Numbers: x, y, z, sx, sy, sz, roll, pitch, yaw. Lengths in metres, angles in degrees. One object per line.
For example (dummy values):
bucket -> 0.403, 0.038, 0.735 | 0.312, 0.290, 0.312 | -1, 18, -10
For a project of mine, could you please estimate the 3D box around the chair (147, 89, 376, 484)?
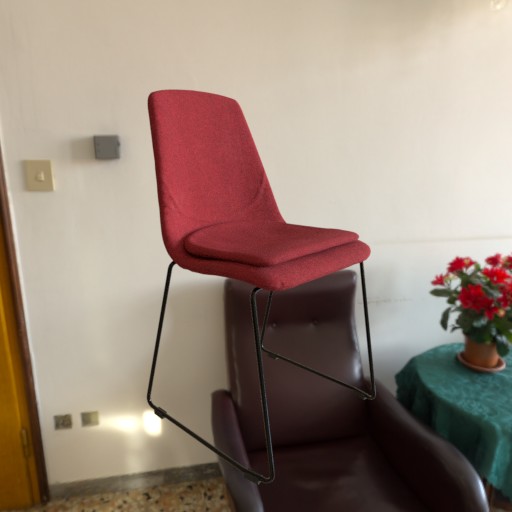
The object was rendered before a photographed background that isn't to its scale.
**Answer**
chair -> 0.000, 0.000, 1.168 | 0.518, 0.858, 0.479 | 13, 20, 42
